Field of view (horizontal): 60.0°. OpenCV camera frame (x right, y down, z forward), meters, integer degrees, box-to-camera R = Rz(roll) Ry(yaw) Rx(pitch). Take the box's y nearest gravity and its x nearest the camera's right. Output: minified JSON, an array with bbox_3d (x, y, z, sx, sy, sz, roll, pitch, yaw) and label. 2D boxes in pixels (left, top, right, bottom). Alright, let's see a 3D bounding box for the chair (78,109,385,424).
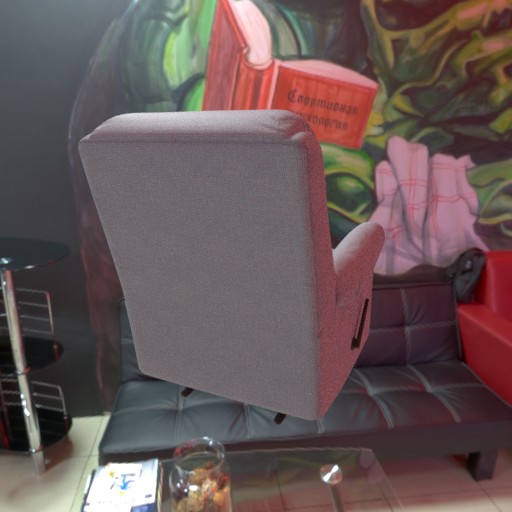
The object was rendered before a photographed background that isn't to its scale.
[{"bbox_3d":[0.000,0.000,1.744,0.838,1.054,1.014,7,17,25],"label":"chair"}]
